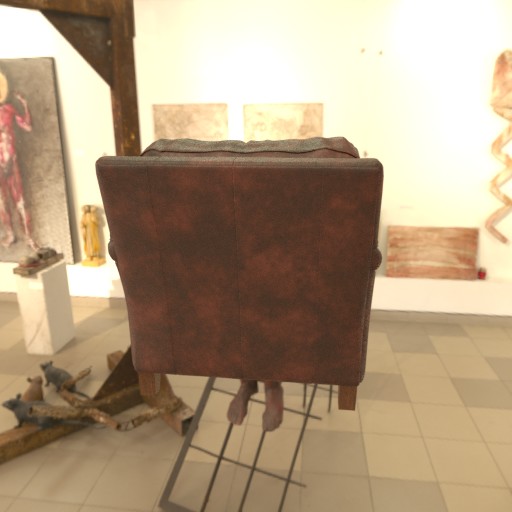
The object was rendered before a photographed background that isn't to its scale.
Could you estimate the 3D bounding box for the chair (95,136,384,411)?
[{"bbox_3d":[0.000,0.000,2.001,0.987,1.051,1.156,2,17,7],"label":"chair"}]
